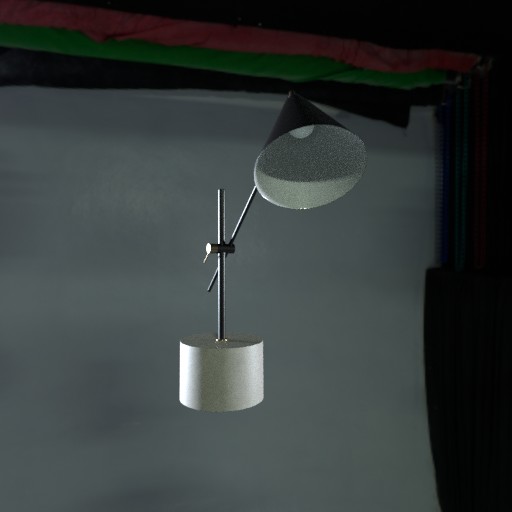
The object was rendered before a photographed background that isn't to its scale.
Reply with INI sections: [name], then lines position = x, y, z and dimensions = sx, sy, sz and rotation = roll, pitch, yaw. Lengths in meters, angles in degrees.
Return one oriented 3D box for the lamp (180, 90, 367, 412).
[lamp]
position = 0.000, 0.000, 0.719
dimensions = 0.214, 0.518, 0.403
rotation = 0, 0, -18
